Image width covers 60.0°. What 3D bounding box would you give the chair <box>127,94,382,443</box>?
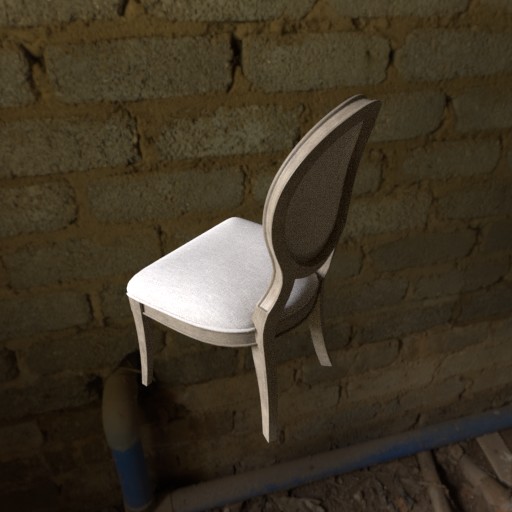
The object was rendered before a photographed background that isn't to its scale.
[{"bbox_3d":[0.000,0.000,1.341,0.602,0.990,0.558,20,36,29],"label":"chair"}]
